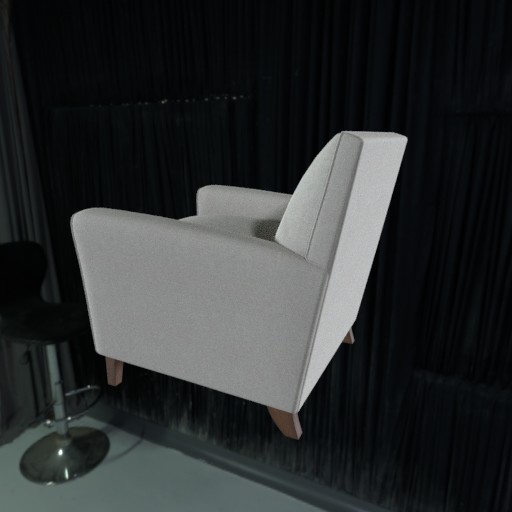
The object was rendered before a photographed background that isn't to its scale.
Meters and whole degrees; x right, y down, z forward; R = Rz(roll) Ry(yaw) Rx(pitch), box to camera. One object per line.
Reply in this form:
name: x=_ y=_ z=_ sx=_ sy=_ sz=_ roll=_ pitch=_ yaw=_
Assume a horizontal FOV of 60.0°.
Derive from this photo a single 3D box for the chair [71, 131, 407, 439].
chair: x=0.000 y=0.000 z=1.575 sx=0.871 sy=0.846 sz=0.840 roll=7 pitch=17 yaw=24
